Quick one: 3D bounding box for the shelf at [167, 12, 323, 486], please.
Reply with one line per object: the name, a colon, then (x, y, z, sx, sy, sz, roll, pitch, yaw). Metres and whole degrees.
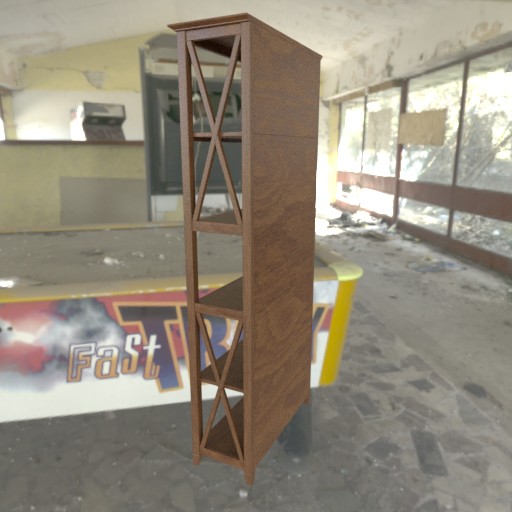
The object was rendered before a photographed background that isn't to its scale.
shelf: (0.000, 0.000, 2.145, 0.335, 1.905, 0.805, 7, 15, 26)
